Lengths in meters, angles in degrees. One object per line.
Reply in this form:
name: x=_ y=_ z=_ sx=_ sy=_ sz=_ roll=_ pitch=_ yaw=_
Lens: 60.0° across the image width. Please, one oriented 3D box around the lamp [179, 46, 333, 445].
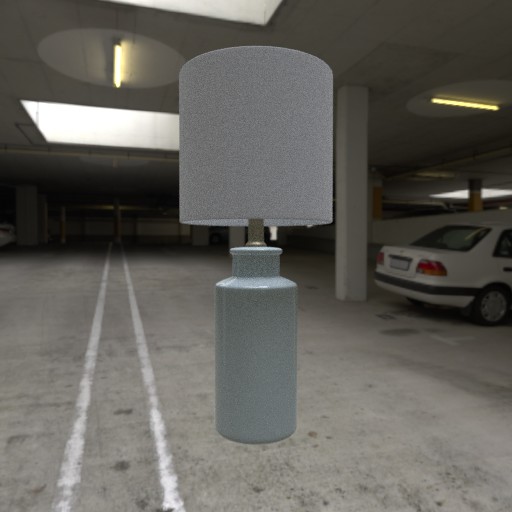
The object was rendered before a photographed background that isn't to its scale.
lamp: x=0.000 y=0.000 z=0.626 sx=0.212 sy=0.493 sz=0.212 roll=0 pitch=1 yaw=-18
